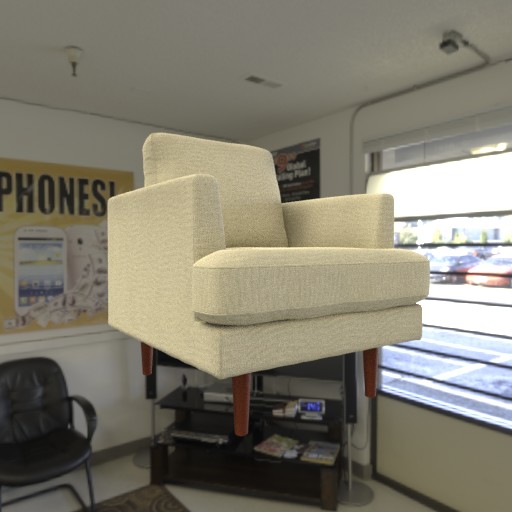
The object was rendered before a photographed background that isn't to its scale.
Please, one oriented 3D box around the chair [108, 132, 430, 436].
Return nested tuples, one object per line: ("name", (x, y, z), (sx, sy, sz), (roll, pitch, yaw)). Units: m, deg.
("chair", (0.000, 0.000, 1.617), (0.858, 0.957, 0.899), (-1, 2, -35))
